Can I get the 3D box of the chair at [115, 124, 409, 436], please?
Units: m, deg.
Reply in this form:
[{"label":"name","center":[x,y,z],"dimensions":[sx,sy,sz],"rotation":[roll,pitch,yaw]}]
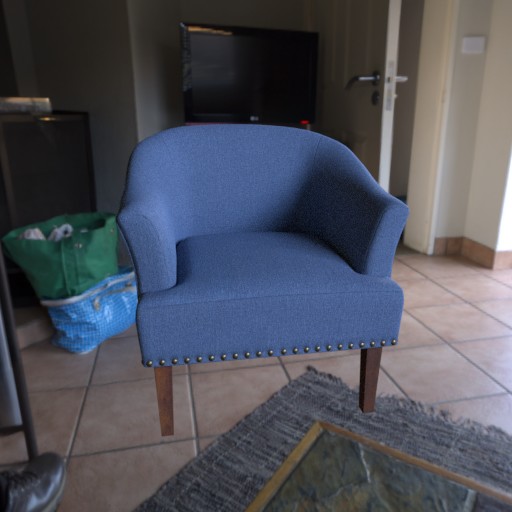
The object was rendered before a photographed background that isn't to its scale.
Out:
[{"label":"chair","center":[0.000,0.000,1.437],"dimensions":[0.798,0.815,0.704],"rotation":[-3,17,-10]}]
